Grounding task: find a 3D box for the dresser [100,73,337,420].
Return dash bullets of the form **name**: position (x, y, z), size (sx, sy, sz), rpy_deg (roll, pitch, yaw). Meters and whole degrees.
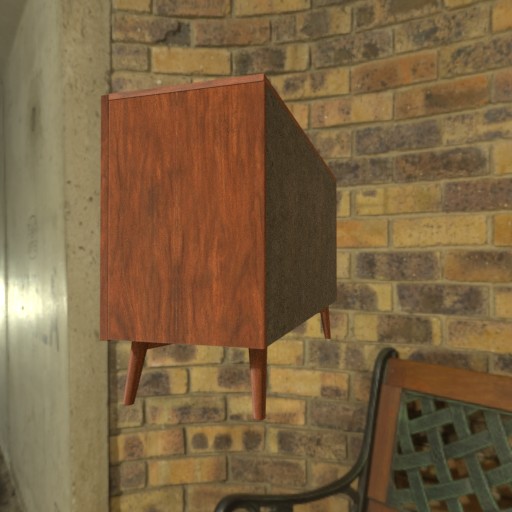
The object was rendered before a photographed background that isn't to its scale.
- **dresser**: position (0.000, 0.000, 1.878), size (0.500, 0.889, 1.472), rpy_deg (0, -1, 17)
